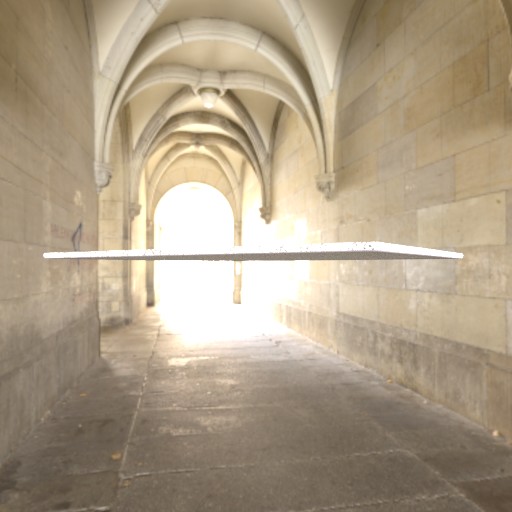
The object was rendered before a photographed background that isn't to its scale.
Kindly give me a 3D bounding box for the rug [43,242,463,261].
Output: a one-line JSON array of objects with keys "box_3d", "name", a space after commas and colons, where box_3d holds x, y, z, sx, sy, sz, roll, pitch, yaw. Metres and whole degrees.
[{"box_3d": [0.000, 0.000, 2.096, 1.600, 0.025, 1.200, -1, -2, 35], "name": "rug"}]
